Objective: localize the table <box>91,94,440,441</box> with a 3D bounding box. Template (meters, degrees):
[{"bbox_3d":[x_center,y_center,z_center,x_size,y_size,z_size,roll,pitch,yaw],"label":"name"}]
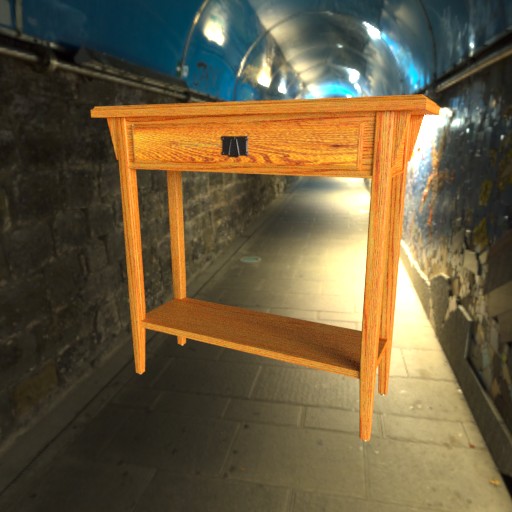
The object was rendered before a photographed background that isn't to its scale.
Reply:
[{"bbox_3d":[0.000,0.000,1.102,0.762,0.711,0.254,7,17,26],"label":"table"}]
